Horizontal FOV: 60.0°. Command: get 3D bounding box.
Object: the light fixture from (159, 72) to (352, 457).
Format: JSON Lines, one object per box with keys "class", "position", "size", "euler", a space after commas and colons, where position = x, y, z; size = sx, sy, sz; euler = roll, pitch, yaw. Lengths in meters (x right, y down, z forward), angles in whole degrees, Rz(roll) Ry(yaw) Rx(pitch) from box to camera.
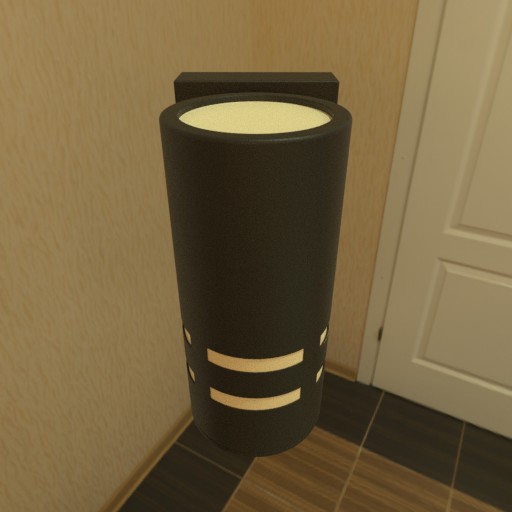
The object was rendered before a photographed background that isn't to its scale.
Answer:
{"class": "light fixture", "position": [0.000, 0.000, 0.258], "size": [0.098, 0.179, 0.138], "euler": [0, 31, 0]}
